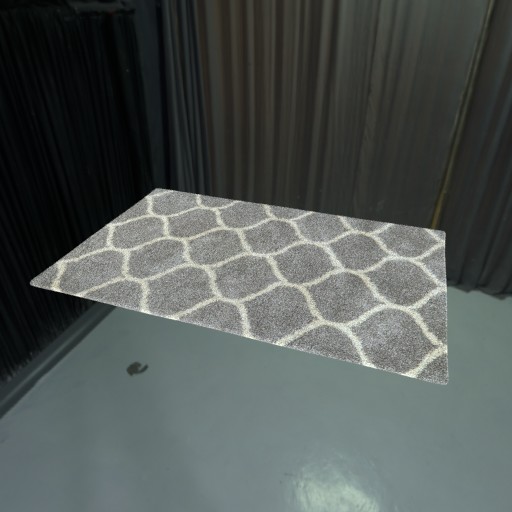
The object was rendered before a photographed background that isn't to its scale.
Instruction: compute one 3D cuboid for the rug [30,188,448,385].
[{"bbox_3d":[0.000,0.000,2.908,2.348,0.025,1.501,11,33,16],"label":"rug"}]
